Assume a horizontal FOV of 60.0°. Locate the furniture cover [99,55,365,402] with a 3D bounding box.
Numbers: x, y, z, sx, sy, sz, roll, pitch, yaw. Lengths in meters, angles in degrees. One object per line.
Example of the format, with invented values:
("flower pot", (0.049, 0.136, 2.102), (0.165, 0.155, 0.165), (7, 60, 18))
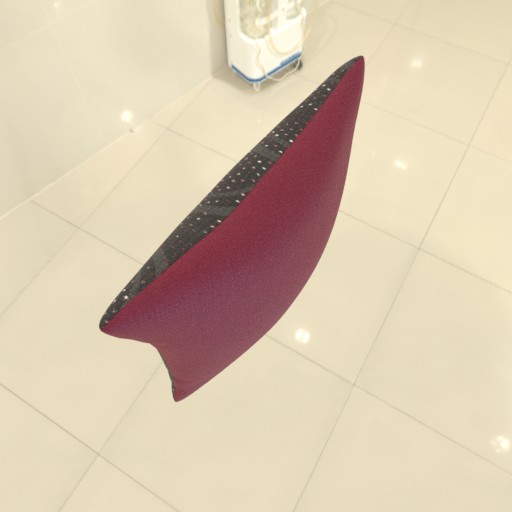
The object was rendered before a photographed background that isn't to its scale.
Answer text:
("furniture cover", (0.000, 0.000, 0.804), (0.193, 0.509, 0.552), (34, 68, 16))
